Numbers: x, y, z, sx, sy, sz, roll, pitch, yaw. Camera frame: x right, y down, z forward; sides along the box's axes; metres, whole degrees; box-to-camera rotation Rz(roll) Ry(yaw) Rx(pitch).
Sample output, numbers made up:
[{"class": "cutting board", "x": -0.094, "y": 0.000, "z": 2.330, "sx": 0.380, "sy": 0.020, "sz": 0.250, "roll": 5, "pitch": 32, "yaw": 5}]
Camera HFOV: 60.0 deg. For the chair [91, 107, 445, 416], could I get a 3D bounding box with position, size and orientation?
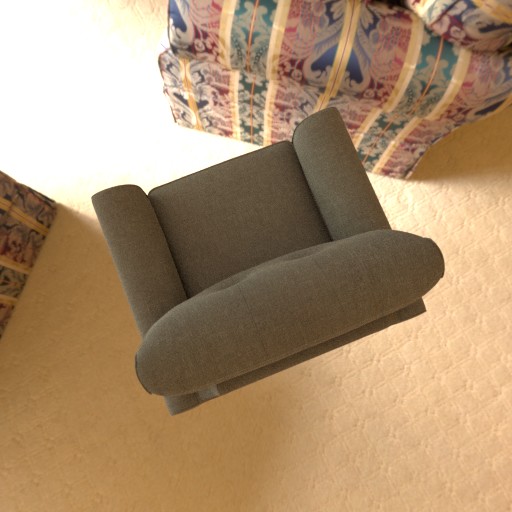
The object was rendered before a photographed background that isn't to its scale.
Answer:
[{"class": "chair", "x": 0.000, "y": 0.000, "z": 1.612, "sx": 0.941, "sy": 0.890, "sz": 0.816, "roll": -21, "pitch": 79, "yaw": -4}]
